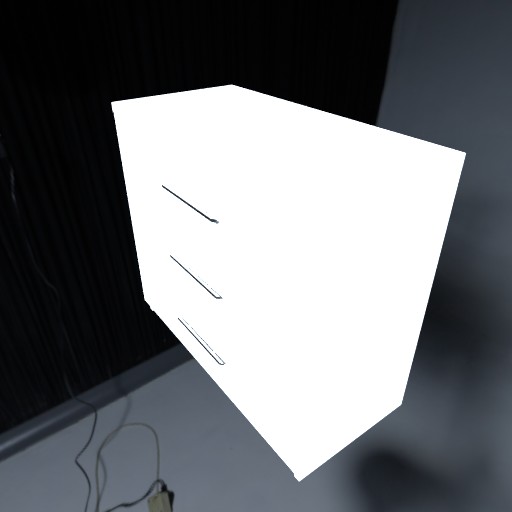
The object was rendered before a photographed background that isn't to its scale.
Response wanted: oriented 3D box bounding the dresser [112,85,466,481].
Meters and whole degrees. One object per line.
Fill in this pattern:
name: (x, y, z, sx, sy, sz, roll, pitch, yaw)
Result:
dresser: (0.000, 0.000, 1.250, 0.420, 0.740, 0.830, -21, 38, -30)
